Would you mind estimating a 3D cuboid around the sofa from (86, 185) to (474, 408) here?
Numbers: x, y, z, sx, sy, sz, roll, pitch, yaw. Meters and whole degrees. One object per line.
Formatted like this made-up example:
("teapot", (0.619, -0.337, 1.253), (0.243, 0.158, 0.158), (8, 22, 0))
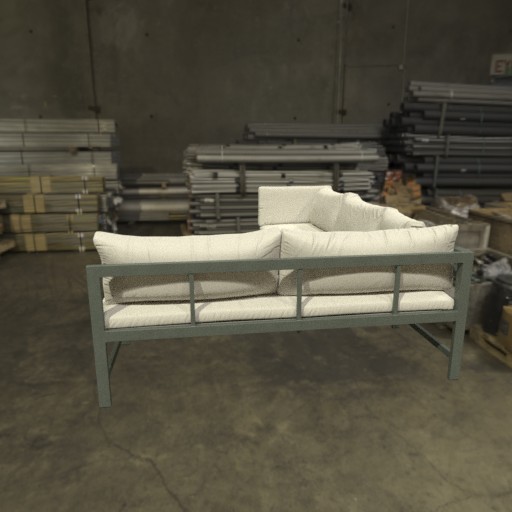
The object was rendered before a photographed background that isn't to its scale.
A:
("sofa", (0.000, 0.000, 2.919), (1.658, 0.758, 2.096), (-2, 14, -8))
